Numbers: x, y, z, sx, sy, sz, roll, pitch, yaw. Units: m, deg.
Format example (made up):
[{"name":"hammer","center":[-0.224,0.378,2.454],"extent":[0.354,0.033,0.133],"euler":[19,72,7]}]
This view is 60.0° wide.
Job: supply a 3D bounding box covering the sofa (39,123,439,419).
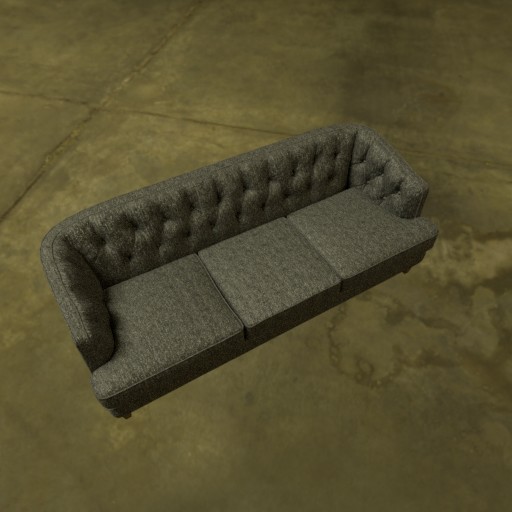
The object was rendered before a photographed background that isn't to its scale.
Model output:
[{"name":"sofa","center":[0.000,0.000,2.765],"extent":[2.278,0.855,0.941],"euler":[-24,52,-20]}]
